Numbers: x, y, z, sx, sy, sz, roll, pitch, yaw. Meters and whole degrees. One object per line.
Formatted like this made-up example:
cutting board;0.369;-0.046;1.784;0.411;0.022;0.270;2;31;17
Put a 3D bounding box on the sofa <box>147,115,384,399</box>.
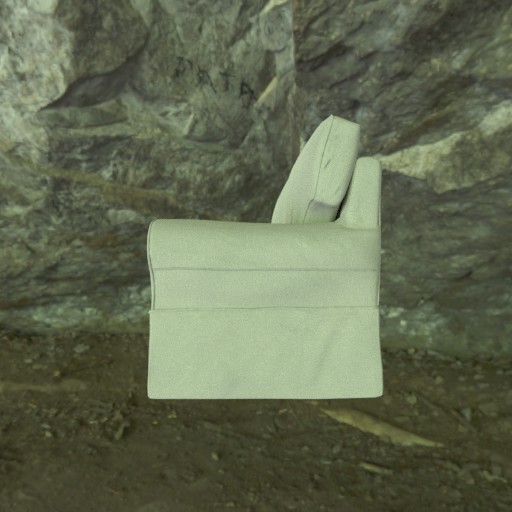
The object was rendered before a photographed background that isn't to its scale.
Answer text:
sofa;0.000;0.000;2.368;0.841;1.024;1.823;0;-1;-2
